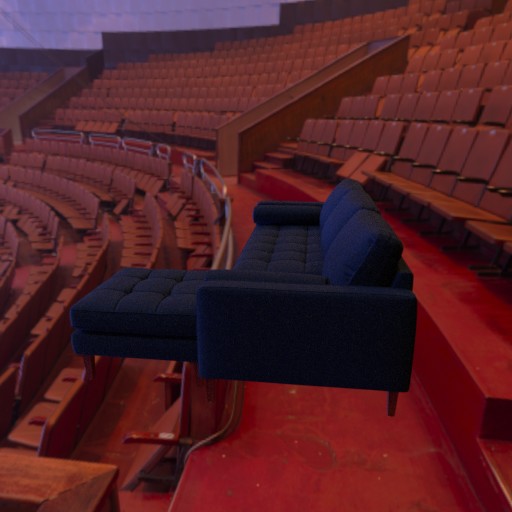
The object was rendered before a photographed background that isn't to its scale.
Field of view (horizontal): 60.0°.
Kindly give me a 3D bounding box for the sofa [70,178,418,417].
[{"bbox_3d":[0.000,0.000,2.953,1.613,0.841,2.185,2,17,7],"label":"sofa"}]
